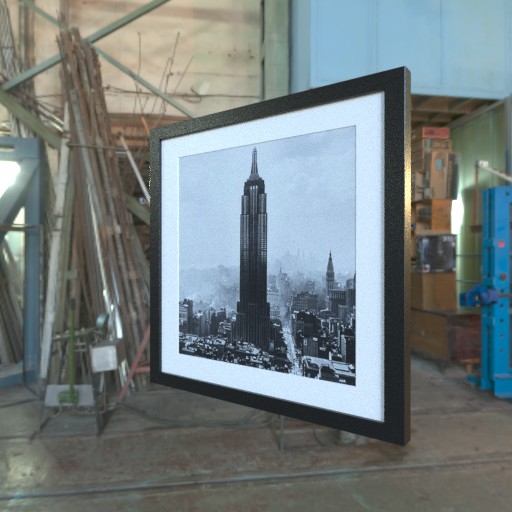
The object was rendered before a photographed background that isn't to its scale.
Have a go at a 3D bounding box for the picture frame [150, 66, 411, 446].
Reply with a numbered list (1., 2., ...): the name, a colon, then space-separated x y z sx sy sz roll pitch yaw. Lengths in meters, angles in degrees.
1. picture frame: 0.000 0.000 0.824 0.559 0.557 0.029 0 0 36
